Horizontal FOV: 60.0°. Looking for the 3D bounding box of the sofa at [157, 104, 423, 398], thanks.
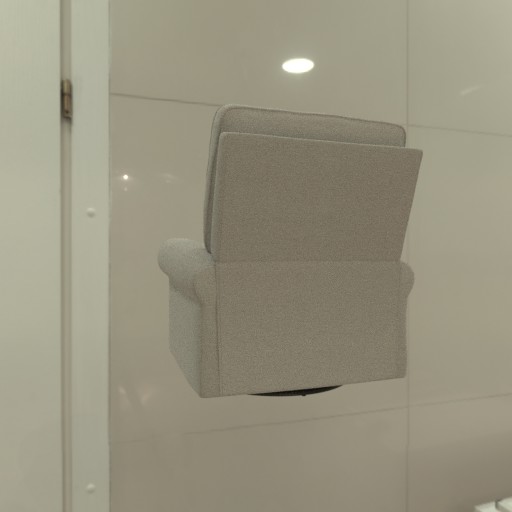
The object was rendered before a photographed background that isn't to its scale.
[{"bbox_3d":[0.000,0.000,2.043,0.880,0.959,1.478,0,0,-18],"label":"sofa"}]
